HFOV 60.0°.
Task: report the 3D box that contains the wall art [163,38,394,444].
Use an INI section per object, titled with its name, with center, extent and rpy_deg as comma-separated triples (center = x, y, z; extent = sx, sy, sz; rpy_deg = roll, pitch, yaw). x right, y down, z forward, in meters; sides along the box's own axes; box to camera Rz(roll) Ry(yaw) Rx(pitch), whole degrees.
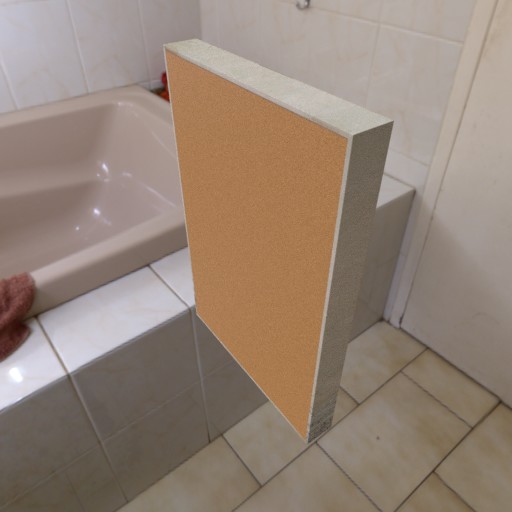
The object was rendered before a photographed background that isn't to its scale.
[wall art]
center = 0.000, 0.000, 0.481
extent = 0.038, 0.381, 0.254
rpy_deg = -25, 46, -27
